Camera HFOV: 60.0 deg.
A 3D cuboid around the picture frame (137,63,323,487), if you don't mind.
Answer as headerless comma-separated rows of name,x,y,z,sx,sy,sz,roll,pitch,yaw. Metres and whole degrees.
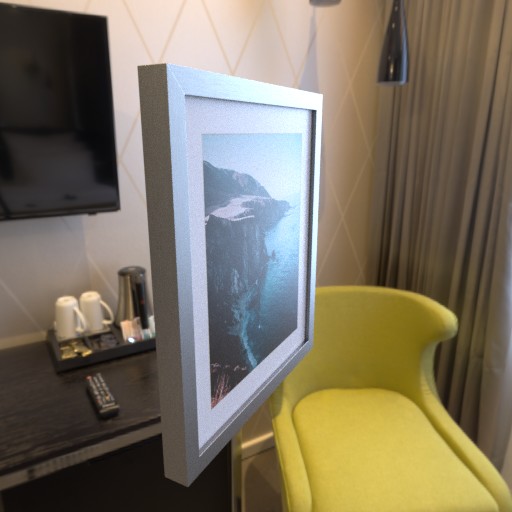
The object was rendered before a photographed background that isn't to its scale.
picture frame,0.000,0.000,1.333,0.073,0.968,0.839,8,18,27
